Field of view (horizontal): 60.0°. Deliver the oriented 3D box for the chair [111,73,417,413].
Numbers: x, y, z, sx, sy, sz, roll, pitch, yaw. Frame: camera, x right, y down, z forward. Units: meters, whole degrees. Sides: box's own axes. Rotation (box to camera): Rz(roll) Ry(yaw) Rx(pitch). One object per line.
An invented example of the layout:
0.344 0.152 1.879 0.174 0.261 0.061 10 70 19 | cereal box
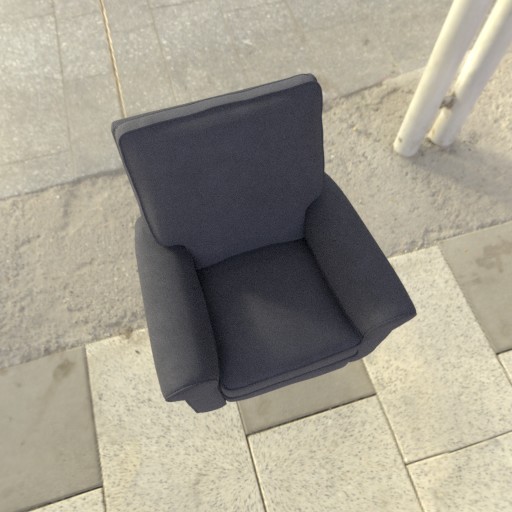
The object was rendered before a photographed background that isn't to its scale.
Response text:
0.000 0.000 1.656 0.890 0.961 0.878 -17 65 -8 | chair
